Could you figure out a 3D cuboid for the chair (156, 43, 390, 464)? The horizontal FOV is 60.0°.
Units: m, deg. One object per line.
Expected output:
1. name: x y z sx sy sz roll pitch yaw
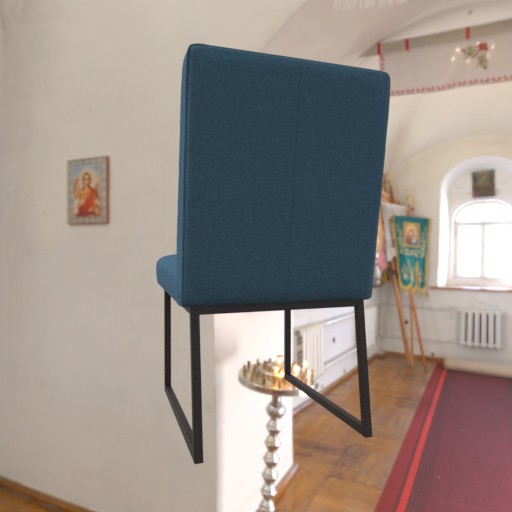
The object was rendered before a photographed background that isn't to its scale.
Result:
1. chair: 0.000 0.000 1.306 0.520 0.930 0.634 0 1 -19
